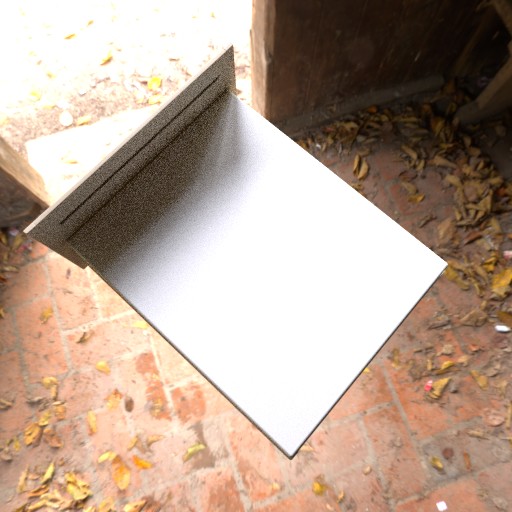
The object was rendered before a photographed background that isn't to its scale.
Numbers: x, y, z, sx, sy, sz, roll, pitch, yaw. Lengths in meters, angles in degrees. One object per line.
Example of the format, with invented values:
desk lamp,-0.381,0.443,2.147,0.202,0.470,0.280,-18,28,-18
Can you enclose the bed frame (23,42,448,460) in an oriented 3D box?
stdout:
bed frame,0.000,0.000,3.041,2.080,0.900,1.800,41,79,10
